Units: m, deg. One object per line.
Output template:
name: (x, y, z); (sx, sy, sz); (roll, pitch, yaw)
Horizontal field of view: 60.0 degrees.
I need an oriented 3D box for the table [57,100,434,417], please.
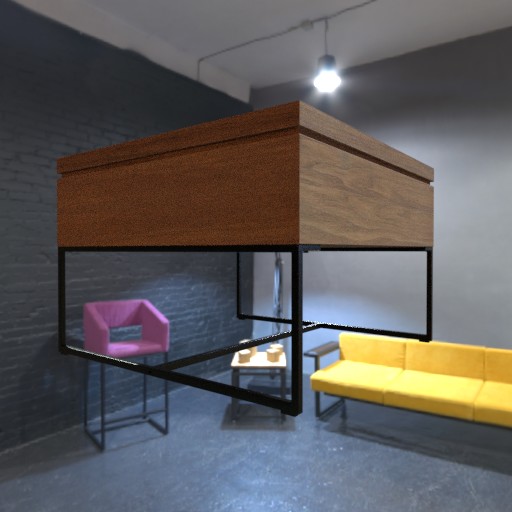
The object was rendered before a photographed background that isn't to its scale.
table: (0.000, 0.000, 1.119); (0.676, 0.464, 0.679); (1, 1, 37)
